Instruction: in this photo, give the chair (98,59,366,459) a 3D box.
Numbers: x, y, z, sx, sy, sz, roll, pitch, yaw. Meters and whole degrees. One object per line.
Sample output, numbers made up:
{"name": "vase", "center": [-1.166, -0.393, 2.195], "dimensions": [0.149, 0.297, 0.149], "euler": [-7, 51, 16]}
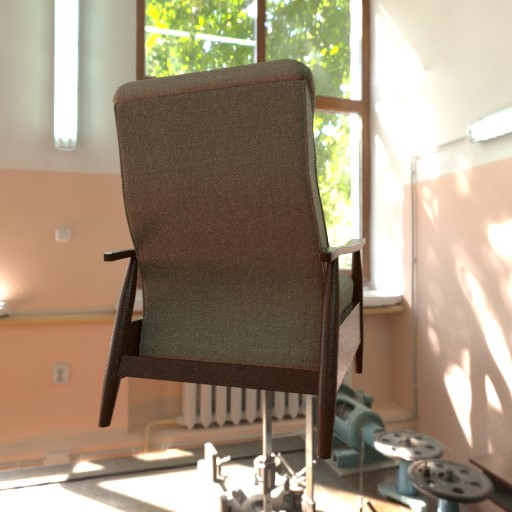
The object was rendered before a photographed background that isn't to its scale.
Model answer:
{"name": "chair", "center": [0.000, 0.000, 1.748], "dimensions": [0.762, 1.082, 1.014], "euler": [0, -1, 19]}
